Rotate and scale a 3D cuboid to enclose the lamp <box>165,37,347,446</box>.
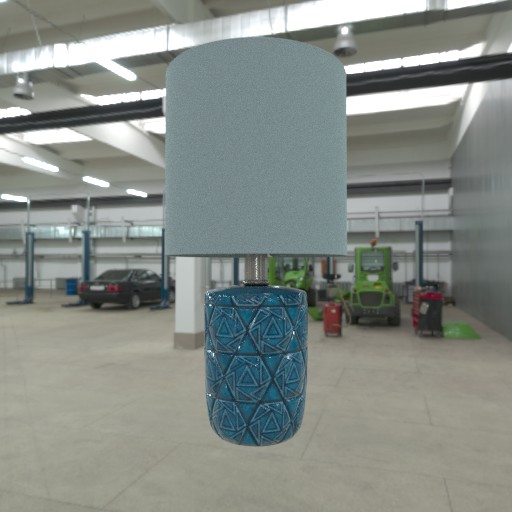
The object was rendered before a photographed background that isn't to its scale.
[{"bbox_3d":[0.000,0.000,0.478,0.193,0.377,0.193,0,-1,-18],"label":"lamp"}]
